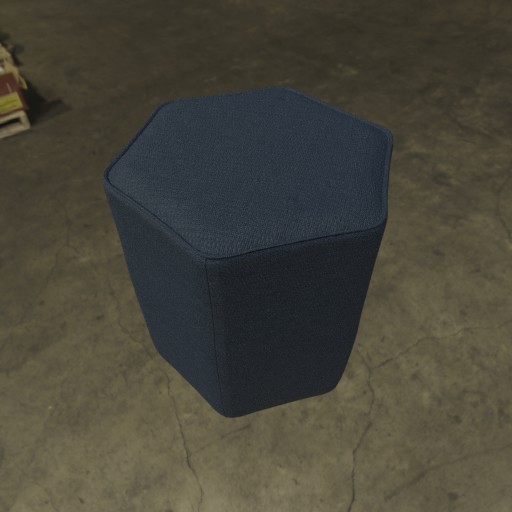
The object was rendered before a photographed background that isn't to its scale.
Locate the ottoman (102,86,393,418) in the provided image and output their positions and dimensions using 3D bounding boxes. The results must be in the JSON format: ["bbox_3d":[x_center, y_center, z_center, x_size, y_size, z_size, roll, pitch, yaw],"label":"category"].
[{"bbox_3d":[0.000,0.000,0.893,0.454,0.505,0.492,-33,54,-27],"label":"ottoman"}]
